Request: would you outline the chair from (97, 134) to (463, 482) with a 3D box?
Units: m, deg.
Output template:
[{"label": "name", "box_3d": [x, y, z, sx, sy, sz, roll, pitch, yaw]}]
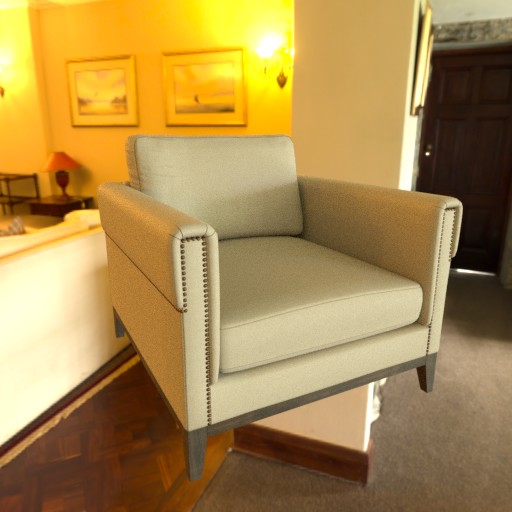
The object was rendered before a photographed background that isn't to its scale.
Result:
[{"label": "chair", "box_3d": [0.000, 0.000, 1.587, 0.914, 0.838, 0.959, -8, 18, -27]}]
